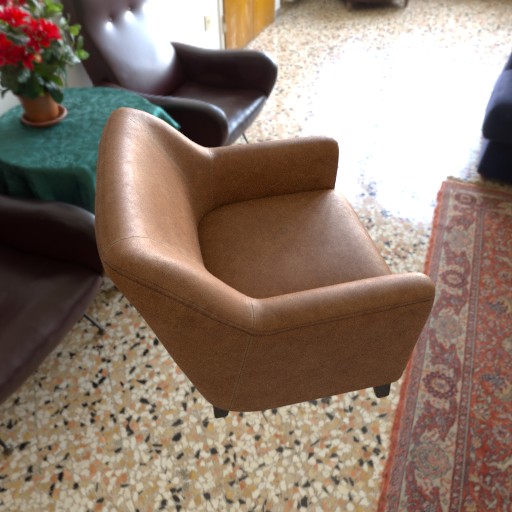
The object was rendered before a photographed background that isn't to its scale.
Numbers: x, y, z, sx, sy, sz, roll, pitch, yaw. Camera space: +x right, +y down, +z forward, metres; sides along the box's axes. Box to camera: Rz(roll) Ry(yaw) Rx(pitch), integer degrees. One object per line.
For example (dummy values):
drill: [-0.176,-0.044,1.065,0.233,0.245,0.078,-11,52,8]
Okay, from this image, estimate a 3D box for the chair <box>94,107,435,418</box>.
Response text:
chair: [0.000,0.000,1.789,1.034,0.980,1.037,-9,46,-9]
